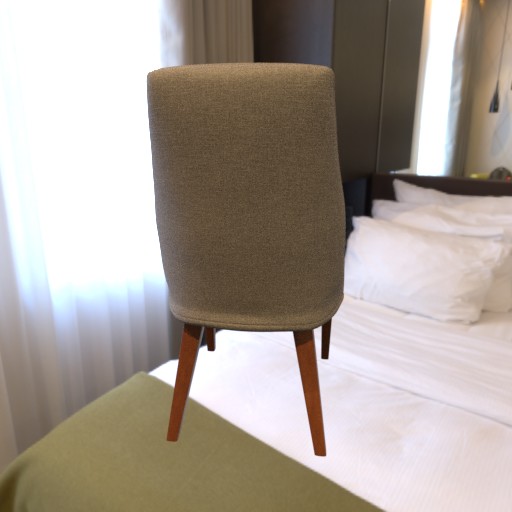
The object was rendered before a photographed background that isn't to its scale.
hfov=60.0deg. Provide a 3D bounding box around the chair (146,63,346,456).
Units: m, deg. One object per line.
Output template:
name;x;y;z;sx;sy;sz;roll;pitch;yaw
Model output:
chair;0.000;0.000;1.241;0.500;0.930;0.620;2;16;8
